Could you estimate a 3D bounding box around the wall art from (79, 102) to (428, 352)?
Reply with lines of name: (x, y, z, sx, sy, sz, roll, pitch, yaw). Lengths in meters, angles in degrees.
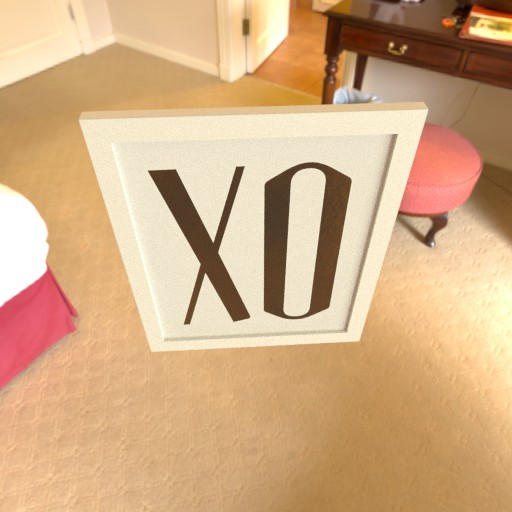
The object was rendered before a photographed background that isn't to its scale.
wall art: (0.000, 0.000, 0.760, 0.444, 0.536, 0.020, -2, 46, -2)
